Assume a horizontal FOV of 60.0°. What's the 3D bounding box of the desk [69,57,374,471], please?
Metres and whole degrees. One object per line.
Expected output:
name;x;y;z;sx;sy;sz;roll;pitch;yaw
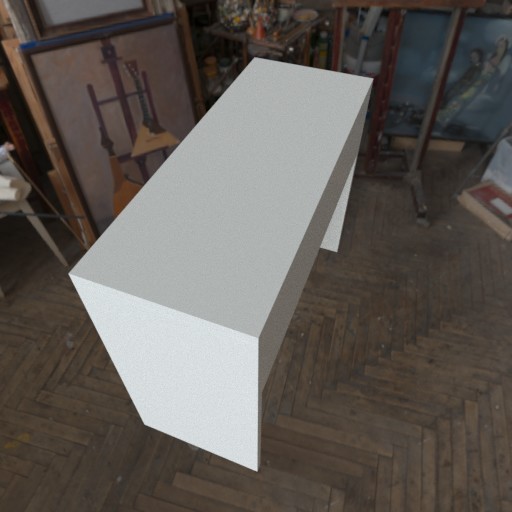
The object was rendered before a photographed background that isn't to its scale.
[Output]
desk;0.000;0.000;1.426;0.400;0.790;1.000;16;51;14
